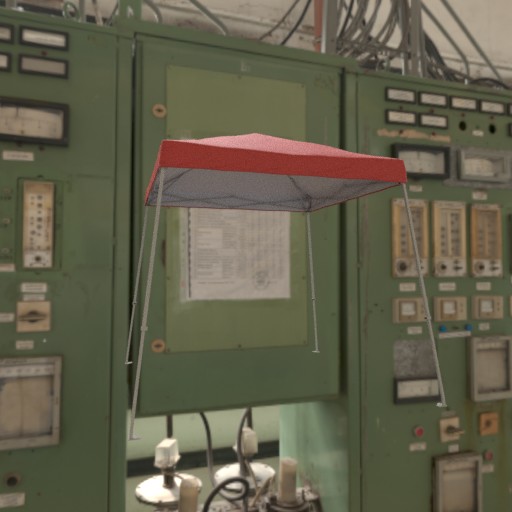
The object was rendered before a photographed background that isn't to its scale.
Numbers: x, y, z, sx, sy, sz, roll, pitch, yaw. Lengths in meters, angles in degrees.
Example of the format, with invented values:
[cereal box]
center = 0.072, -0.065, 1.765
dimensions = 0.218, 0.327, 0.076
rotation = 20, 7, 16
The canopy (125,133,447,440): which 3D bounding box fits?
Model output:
[canopy]
center = 0.000, 0.000, 6.459
dimensions = 3.599, 3.600, 3.600
rotation = 0, -2, -17
